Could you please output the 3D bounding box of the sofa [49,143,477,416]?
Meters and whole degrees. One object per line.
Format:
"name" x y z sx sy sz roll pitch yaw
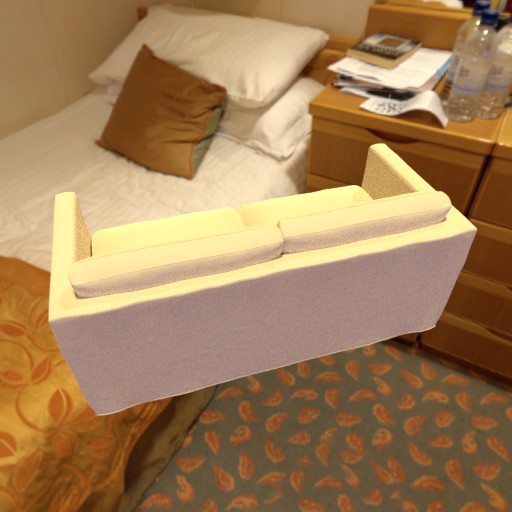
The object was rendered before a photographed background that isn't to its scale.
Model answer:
"sofa" 0.000 0.000 2.432 1.987 0.870 0.940 -11 43 -13
